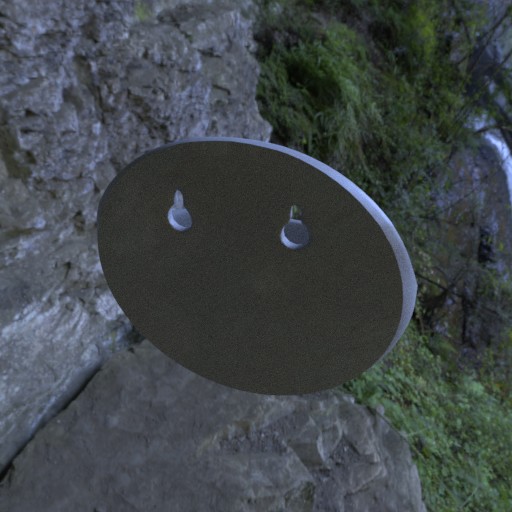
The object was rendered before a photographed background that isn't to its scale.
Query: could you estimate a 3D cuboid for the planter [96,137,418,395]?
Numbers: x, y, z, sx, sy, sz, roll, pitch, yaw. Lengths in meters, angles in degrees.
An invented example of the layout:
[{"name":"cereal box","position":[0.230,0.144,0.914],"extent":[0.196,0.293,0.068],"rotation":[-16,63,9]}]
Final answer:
[{"name":"planter","position":[0.000,0.000,0.276],"extent":[0.190,0.164,0.073],"rotation":[9,32,15]}]
